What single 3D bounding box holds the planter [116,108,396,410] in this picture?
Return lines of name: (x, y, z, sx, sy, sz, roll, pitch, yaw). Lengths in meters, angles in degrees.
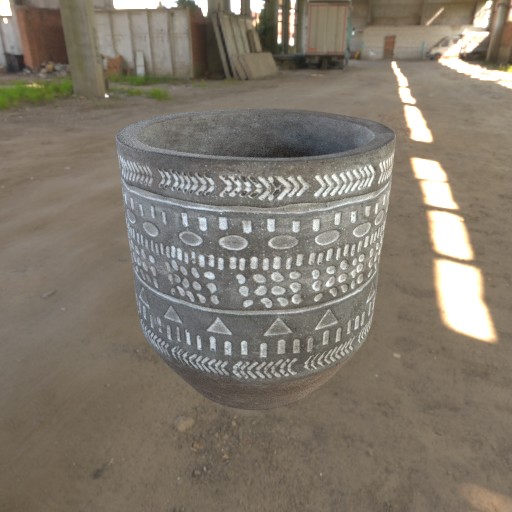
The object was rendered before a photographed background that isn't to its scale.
planter: (0.000, 0.000, 0.225, 0.122, 0.128, 0.122, 0, 26, 0)
